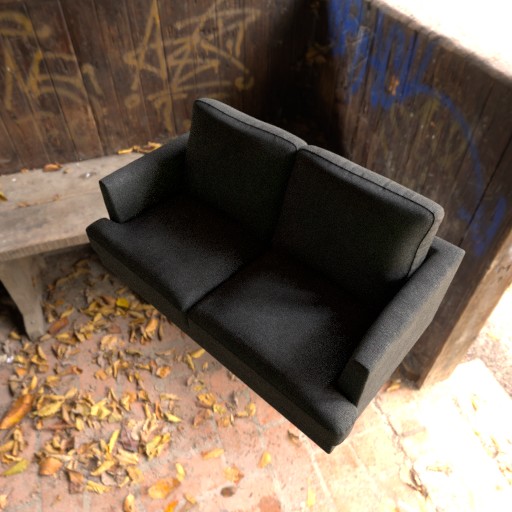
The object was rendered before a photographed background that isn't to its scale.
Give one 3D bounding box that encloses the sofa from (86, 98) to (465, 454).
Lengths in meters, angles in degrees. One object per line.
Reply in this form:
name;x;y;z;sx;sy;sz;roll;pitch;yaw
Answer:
sofa;0.000;0.000;2.108;1.582;0.956;0.903;33;55;27
